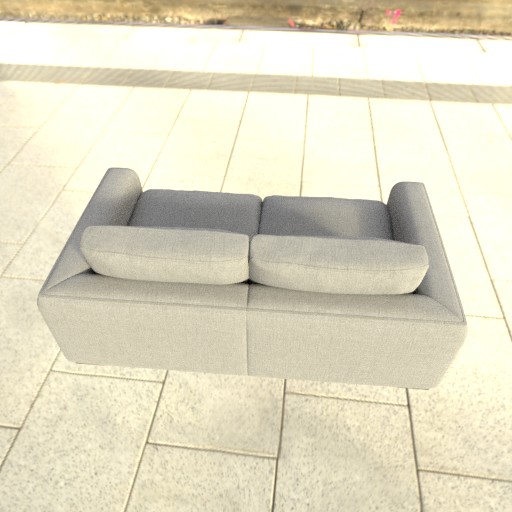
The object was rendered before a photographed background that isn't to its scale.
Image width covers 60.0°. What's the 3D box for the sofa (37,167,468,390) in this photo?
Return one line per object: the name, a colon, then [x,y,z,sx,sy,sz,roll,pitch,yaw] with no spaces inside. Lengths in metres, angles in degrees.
sofa: [0.000,0.000,2.382,1.920,0.800,1.069,3,45,3]
